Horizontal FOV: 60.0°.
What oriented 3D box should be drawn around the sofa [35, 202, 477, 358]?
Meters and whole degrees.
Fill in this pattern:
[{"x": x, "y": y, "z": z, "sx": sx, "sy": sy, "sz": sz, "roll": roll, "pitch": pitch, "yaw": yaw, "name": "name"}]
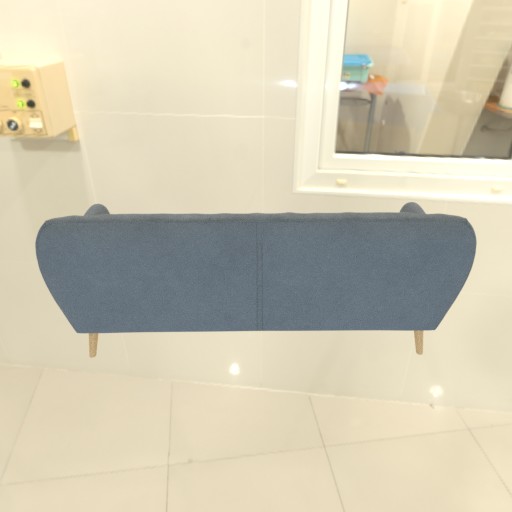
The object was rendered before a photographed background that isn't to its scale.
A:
[{"x": 0.000, "y": 0.000, "z": 2.424, "sx": 1.975, "sy": 0.832, "sz": 0.841, "roll": 0, "pitch": 31, "yaw": -1, "name": "sofa"}]
